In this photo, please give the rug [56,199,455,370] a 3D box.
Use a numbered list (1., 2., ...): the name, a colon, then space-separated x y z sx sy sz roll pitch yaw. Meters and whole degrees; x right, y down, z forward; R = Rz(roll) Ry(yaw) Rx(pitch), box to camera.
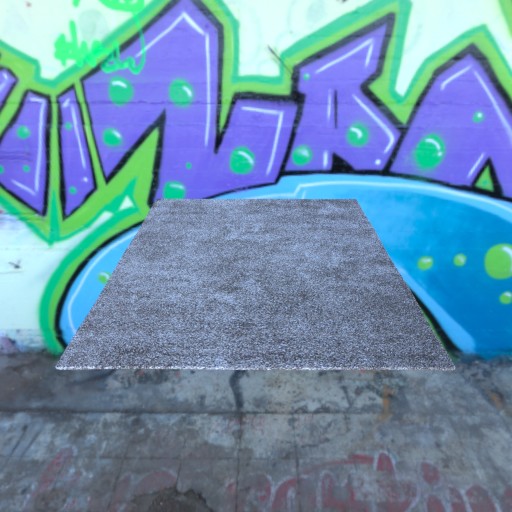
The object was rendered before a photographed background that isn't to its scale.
1. rug: 0.000 0.000 3.990 2.401 0.025 3.000 0 27 0
